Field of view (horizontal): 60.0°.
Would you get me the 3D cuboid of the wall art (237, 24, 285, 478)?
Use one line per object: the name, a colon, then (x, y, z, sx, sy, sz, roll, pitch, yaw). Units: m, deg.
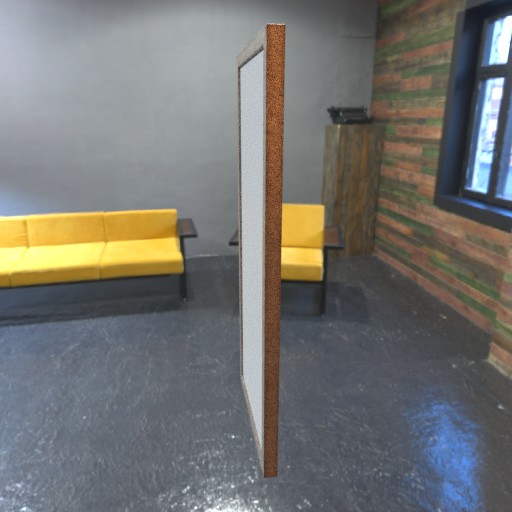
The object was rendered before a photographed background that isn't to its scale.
wall art: (0.000, 0.000, 1.673, 0.051, 1.461, 0.648, -3, 18, -9)
